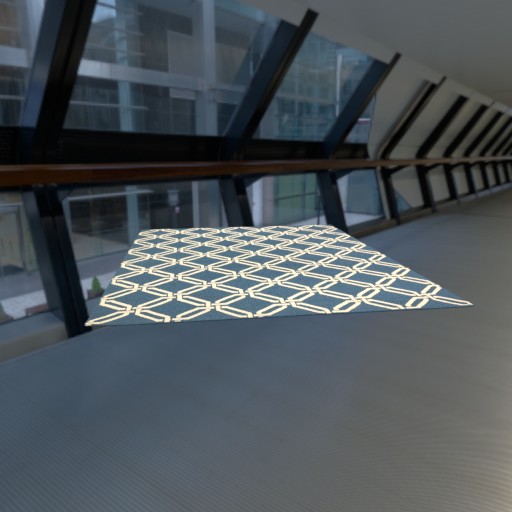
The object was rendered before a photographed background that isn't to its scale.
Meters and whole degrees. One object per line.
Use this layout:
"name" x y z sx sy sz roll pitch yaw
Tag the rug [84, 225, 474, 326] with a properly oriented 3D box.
"rug" 0.000 0.000 3.896 2.277 0.020 2.867 -2 14 -8
